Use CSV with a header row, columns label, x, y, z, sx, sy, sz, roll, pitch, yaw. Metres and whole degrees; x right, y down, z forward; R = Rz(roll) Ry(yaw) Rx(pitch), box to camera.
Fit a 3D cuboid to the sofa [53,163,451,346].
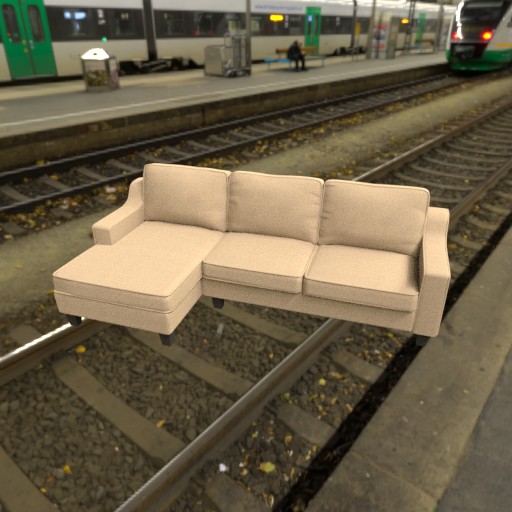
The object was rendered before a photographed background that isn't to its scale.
label,x,y,z,sx,sy,sz,roll,pitch,yaw
sofa,0.000,0.000,3.186,2.561,0.928,1.294,8,28,16
